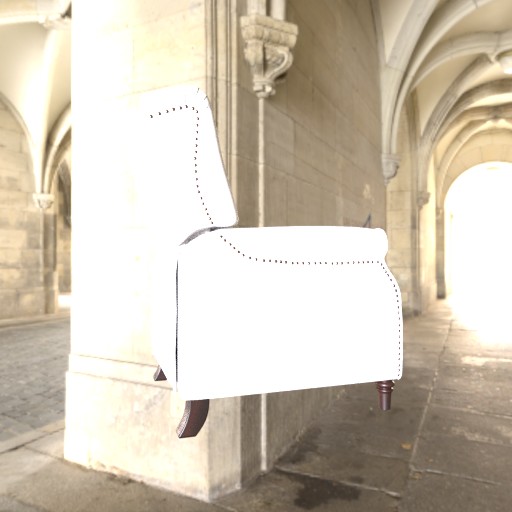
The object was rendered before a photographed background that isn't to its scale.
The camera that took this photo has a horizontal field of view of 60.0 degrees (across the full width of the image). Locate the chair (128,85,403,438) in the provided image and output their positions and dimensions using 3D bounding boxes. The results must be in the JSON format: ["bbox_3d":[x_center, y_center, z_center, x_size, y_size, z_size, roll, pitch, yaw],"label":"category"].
[{"bbox_3d":[0.000,0.000,1.665,0.902,1.035,0.742,0,0,-19],"label":"chair"}]
